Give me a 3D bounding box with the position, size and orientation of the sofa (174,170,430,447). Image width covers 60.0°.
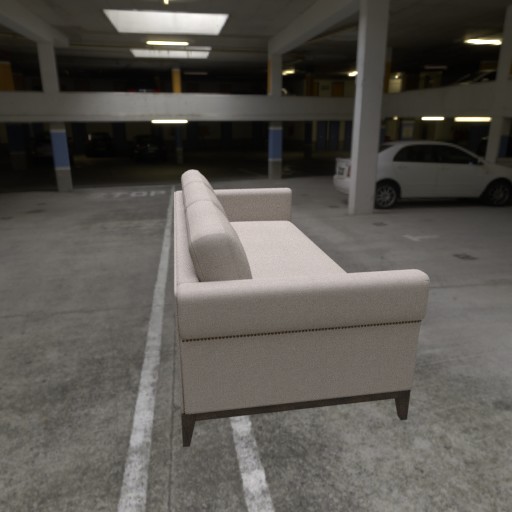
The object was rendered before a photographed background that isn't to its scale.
[{"bbox_3d":[0.000,0.000,2.692,0.959,0.838,2.210,-3,18,-10],"label":"sofa"}]
